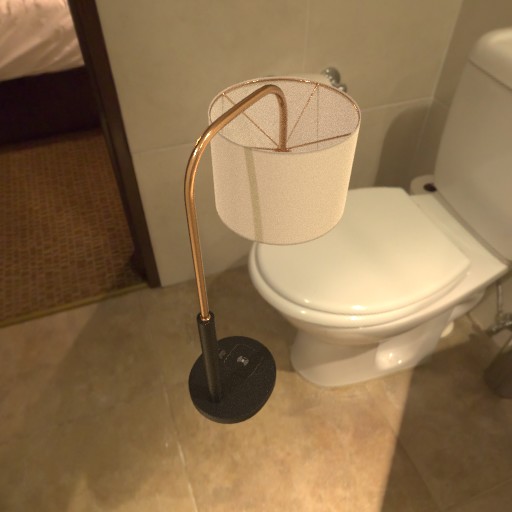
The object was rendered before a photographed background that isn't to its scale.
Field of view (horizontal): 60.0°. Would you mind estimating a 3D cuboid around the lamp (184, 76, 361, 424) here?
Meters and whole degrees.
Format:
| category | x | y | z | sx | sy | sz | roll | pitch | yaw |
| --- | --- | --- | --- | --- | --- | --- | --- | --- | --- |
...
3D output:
| category | x | y | z | sx | sy | sz | roll | pitch | yaw |
| --- | --- | --- | --- | --- | --- | --- | --- | --- | --- |
| lamp | 0.000 | 0.000 | 0.697 | 0.199 | 0.540 | 0.337 | 25 | 51 | 22 |
